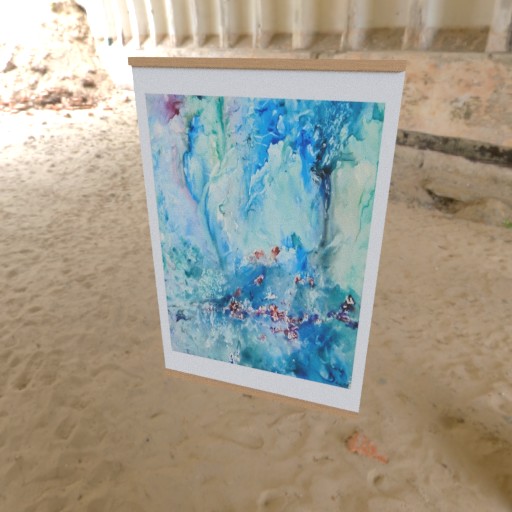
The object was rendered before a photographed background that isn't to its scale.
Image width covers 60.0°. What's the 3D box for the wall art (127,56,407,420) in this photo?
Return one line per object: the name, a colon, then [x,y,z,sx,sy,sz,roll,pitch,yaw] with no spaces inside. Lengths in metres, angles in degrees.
wall art: [0.000,0.000,1.854,0.991,1.510,0.040,8,27,16]
